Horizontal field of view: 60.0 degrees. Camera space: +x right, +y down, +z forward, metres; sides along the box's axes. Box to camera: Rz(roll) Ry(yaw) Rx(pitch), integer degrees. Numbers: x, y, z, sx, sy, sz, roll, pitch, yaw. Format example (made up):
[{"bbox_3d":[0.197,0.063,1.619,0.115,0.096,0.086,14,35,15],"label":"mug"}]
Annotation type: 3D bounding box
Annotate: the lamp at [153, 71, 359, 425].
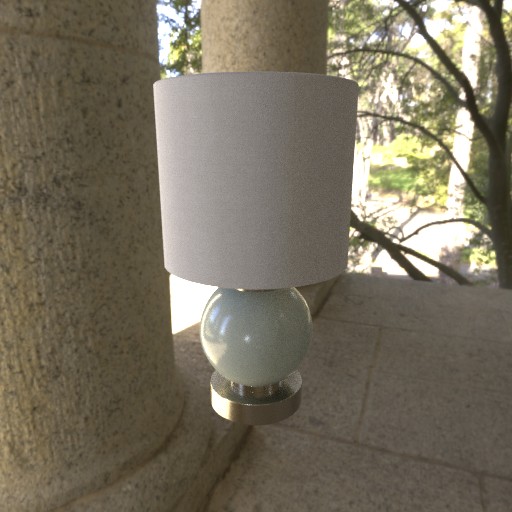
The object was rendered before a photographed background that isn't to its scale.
[{"bbox_3d":[0.000,0.000,0.489,0.201,0.353,0.201,-2,15,-9],"label":"lamp"}]
